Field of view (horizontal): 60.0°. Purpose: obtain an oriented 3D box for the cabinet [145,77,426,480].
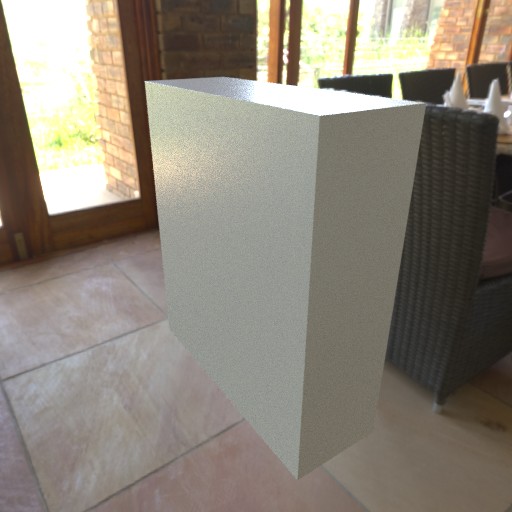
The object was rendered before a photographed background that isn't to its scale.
[{"bbox_3d":[0.000,0.000,1.629,0.348,1.150,0.990,-17,31,-30],"label":"cabinet"}]
